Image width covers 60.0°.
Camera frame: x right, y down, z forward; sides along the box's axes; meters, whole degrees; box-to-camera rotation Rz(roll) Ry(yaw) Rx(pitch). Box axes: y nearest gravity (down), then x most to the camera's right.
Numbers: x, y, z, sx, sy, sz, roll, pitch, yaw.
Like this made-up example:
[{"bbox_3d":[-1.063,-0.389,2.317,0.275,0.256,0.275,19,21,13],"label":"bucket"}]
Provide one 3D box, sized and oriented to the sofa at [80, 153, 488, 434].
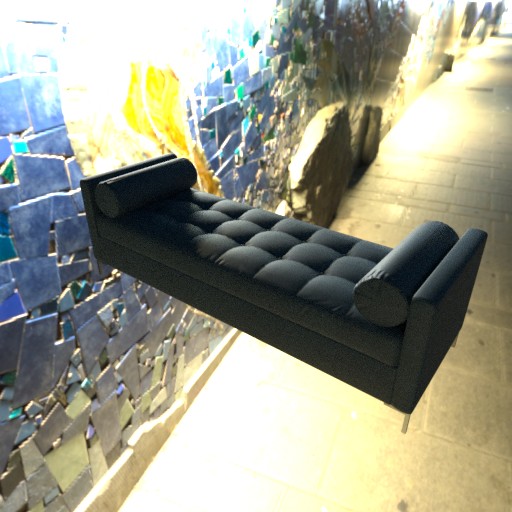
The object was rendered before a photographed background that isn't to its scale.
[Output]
[{"bbox_3d":[0.000,0.000,2.319,1.981,0.635,0.686,20,35,32],"label":"sofa"}]
